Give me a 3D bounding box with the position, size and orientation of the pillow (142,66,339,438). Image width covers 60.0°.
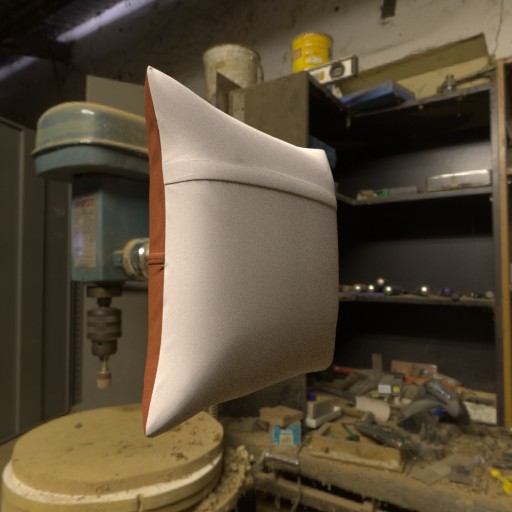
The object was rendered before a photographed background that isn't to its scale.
[{"bbox_3d":[0.000,0.000,0.768,0.192,0.477,0.501,-2,-3,36],"label":"pillow"}]
